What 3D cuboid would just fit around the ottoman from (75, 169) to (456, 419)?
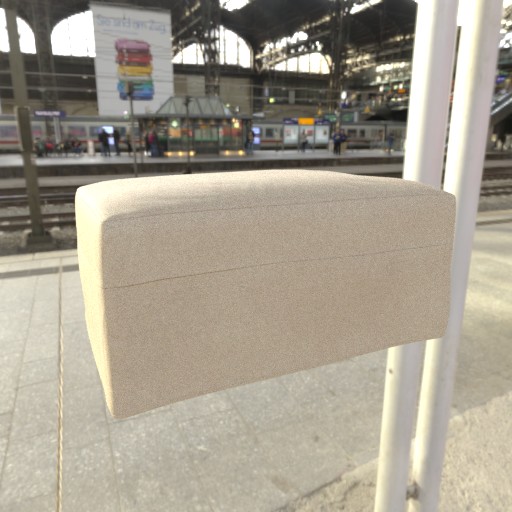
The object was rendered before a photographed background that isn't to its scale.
[{"bbox_3d":[0.000,0.000,1.186,0.872,0.444,0.590,-7,16,-25],"label":"ottoman"}]
